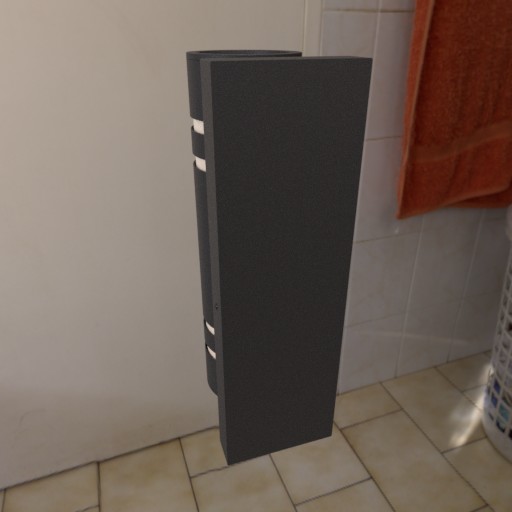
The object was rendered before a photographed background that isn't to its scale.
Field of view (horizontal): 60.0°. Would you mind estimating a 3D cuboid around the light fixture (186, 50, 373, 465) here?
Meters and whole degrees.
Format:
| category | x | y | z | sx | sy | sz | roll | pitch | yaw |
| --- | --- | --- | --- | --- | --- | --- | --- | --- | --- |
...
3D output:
| category | x | y | z | sx | sy | sz | roll | pitch | yaw |
| --- | --- | --- | --- | --- | --- | --- | --- | --- | --- |
| light fixture | 0.000 | 0.000 | 0.397 | 0.105 | 0.330 | 0.149 | -9 | 28 | -16 |
